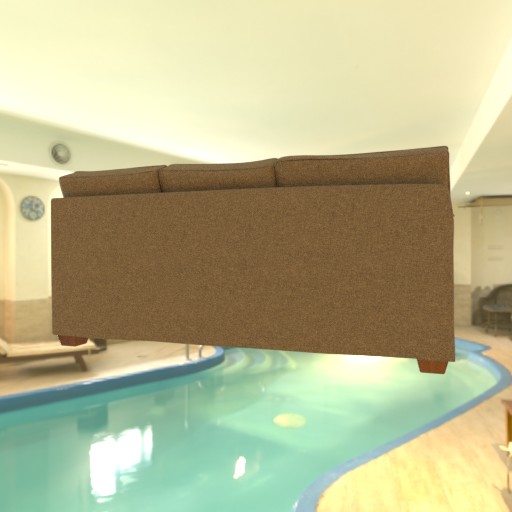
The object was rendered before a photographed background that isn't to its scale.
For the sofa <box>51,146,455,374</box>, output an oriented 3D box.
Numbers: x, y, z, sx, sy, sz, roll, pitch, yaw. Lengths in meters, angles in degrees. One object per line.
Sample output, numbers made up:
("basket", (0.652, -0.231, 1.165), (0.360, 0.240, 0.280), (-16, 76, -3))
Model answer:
("sofa", (0.000, 0.000, 2.496), (1.963, 0.946, 1.034), (0, 0, 18))
